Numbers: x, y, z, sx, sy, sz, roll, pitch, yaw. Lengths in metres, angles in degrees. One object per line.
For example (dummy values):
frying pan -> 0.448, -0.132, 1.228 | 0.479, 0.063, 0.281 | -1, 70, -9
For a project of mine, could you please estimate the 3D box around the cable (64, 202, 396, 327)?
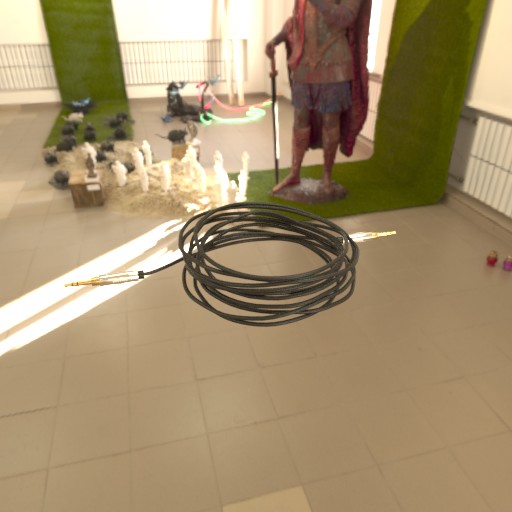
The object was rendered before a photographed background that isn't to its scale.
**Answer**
cable -> 0.000, 0.000, 0.509 | 0.432, 0.069, 0.198 | -8, 31, -13
